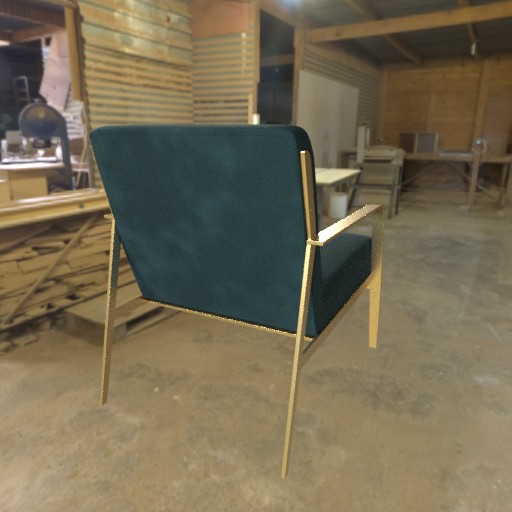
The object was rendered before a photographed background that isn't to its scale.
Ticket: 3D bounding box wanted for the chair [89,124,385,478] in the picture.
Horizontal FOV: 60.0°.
[{"bbox_3d":[0.000,0.000,1.471,0.692,0.831,0.859,9,18,27],"label":"chair"}]
